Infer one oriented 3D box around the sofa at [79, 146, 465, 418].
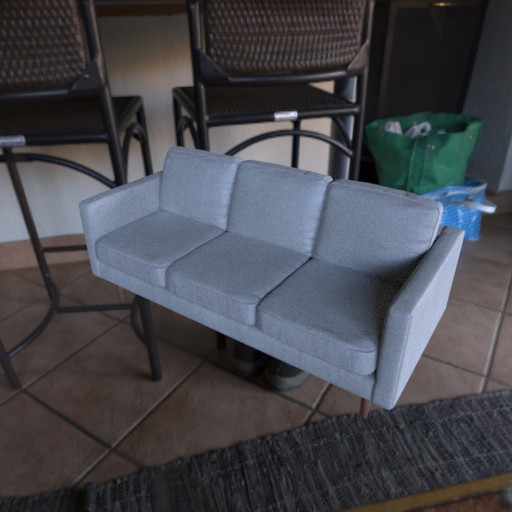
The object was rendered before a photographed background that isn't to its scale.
[{"bbox_3d":[0.000,0.000,2.560,1.983,0.918,0.944,18,34,29],"label":"sofa"}]
